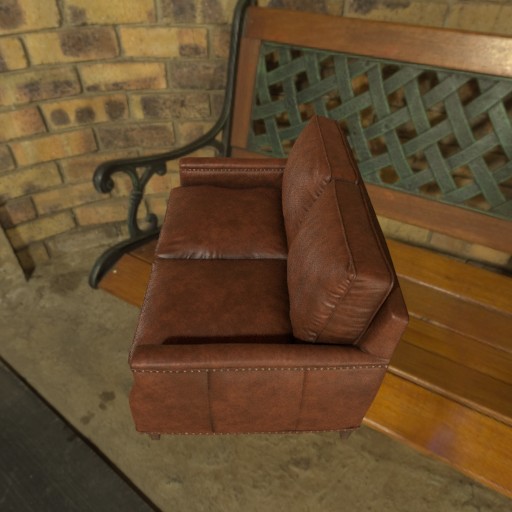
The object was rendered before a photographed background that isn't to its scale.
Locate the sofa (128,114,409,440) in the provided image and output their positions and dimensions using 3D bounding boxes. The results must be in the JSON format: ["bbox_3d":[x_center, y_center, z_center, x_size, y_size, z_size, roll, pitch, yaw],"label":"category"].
[{"bbox_3d":[0.000,0.000,2.320,1.083,1.003,1.628,0,41,0],"label":"sofa"}]
